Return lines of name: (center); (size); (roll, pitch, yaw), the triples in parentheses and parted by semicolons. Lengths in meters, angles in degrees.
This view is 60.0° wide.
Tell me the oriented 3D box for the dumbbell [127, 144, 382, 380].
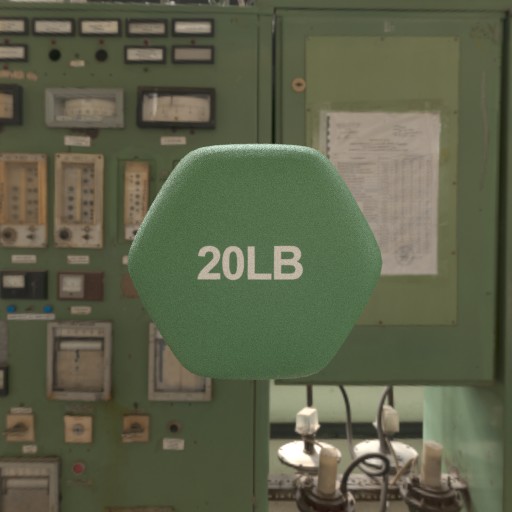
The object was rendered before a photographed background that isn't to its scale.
dumbbell: (0.000, 0.000, 0.323); (0.126, 0.114, 0.257); (0, 2, 1)
